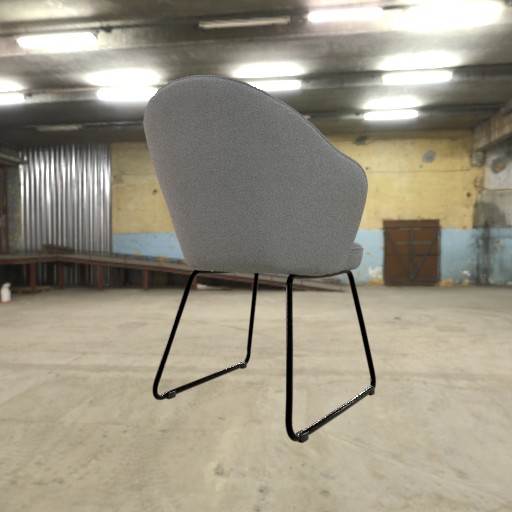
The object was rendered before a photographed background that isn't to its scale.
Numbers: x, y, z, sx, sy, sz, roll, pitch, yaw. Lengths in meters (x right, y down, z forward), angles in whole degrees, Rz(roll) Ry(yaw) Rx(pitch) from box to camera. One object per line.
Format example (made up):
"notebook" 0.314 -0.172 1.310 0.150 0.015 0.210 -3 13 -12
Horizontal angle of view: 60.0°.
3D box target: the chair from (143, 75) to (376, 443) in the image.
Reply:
"chair" 0.000 0.000 1.247 0.570 0.817 0.592 1 1 35
